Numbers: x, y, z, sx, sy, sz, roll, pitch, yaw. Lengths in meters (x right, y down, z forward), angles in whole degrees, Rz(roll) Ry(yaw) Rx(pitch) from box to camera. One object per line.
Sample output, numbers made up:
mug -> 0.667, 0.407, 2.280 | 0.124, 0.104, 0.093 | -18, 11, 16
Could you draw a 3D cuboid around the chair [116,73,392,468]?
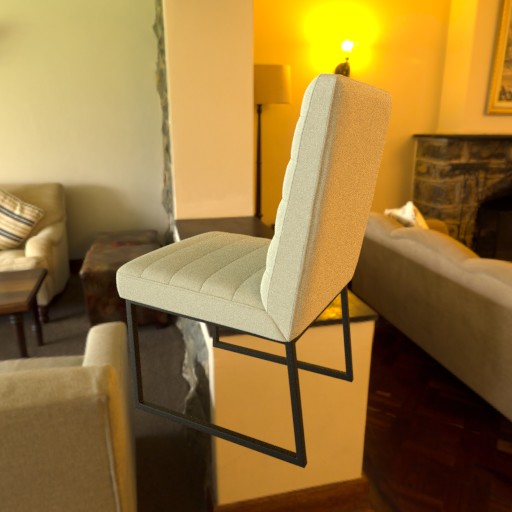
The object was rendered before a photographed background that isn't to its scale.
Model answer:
chair -> 0.000, 0.000, 1.298 | 0.634, 0.930, 0.520 | 8, 18, 26
